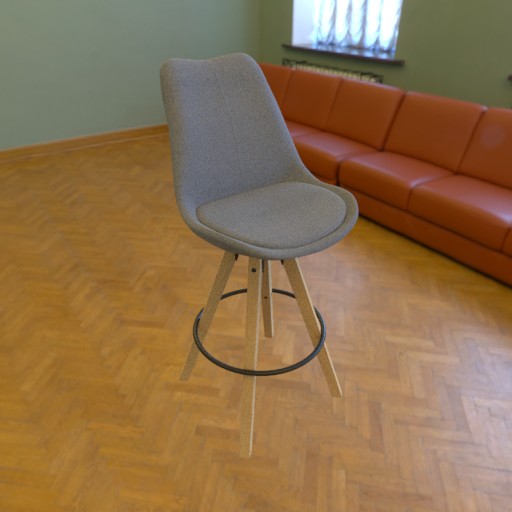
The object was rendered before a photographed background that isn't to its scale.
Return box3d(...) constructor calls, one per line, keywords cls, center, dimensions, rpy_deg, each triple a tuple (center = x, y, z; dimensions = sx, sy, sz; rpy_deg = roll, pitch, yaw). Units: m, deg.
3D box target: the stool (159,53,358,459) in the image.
box3d(cls="stool", center=(0.000, 0.000, 1.400), dimensions=(0.485, 1.115, 0.550), rpy_deg=(-21, 37, -31))
